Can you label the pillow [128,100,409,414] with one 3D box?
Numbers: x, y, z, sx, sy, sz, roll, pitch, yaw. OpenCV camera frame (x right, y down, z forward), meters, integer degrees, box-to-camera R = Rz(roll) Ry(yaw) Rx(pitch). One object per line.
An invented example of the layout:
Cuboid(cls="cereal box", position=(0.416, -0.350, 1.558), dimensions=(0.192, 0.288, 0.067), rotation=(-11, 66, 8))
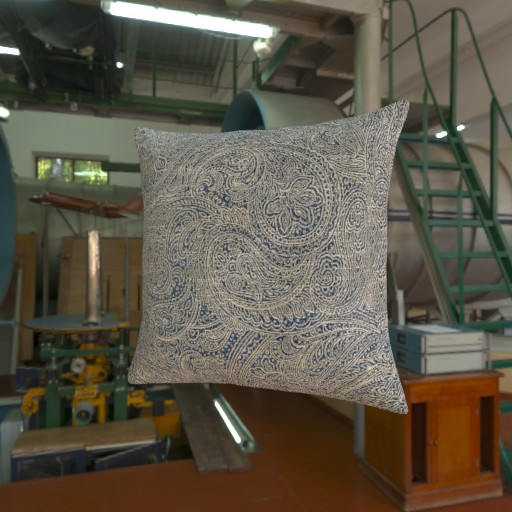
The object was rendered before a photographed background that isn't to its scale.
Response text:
Cuboid(cls="pillow", position=(0.000, 0.000, 0.798), dimensions=(0.523, 0.510, 0.166), rotation=(0, 0, 17))
